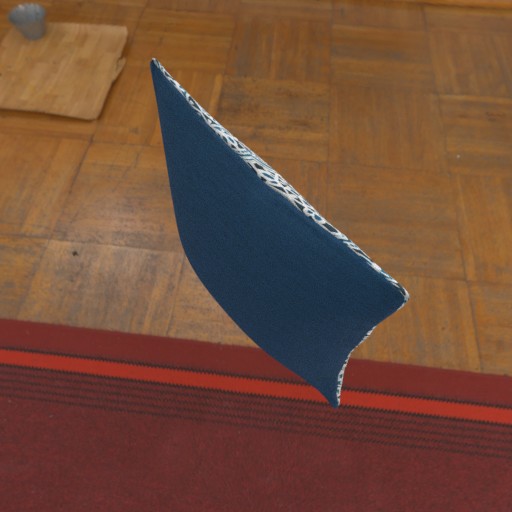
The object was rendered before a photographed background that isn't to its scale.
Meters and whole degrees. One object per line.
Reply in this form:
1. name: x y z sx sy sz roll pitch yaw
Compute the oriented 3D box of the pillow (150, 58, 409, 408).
1. pillow: 0.000 0.000 0.658 0.145 0.420 0.440 -34 64 -19
